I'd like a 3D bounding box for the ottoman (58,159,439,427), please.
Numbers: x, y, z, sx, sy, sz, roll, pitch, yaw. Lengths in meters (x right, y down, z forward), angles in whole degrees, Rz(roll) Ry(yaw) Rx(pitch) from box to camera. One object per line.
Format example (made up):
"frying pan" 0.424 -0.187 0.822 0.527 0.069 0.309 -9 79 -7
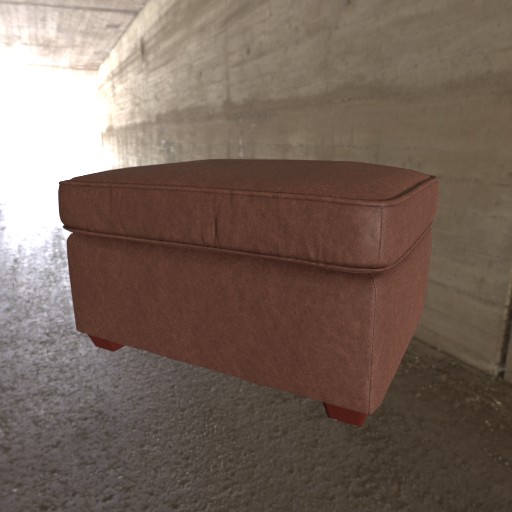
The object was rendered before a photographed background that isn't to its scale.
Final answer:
"ottoman" 0.000 0.000 1.062 0.749 0.449 0.548 8 17 27
